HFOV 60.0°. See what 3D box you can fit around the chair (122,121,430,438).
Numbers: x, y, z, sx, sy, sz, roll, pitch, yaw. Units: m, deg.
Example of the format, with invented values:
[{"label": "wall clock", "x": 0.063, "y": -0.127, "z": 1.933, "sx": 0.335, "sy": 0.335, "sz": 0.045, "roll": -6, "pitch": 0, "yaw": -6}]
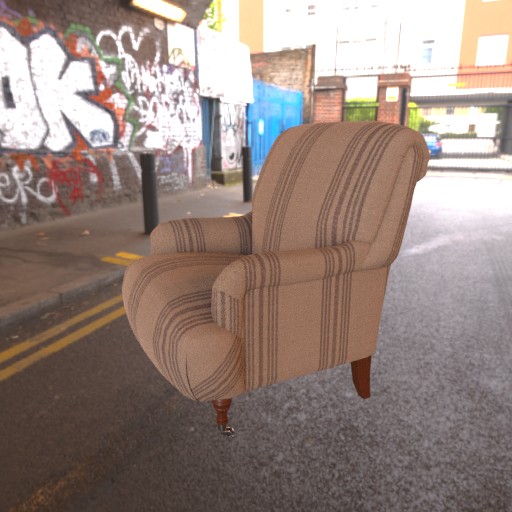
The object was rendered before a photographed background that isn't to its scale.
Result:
[{"label": "chair", "x": 0.000, "y": 0.000, "z": 1.608, "sx": 0.914, "sy": 0.940, "sz": 0.813, "roll": -7, "pitch": 17, "yaw": -26}]
